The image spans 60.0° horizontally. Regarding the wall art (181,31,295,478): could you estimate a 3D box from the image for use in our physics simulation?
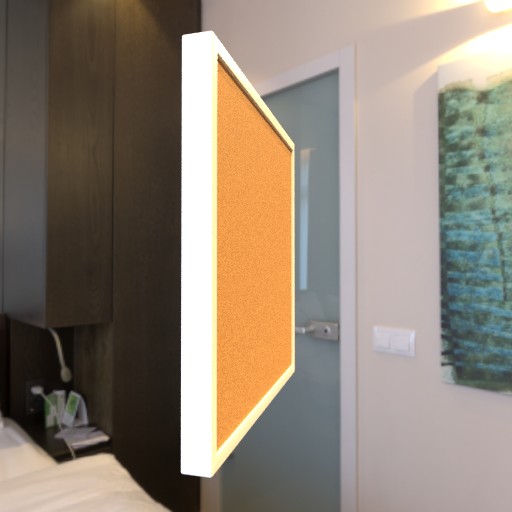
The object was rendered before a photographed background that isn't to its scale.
[{"bbox_3d":[0.000,0.000,0.751,0.038,0.508,0.508,0,-1,16],"label":"wall art"}]
